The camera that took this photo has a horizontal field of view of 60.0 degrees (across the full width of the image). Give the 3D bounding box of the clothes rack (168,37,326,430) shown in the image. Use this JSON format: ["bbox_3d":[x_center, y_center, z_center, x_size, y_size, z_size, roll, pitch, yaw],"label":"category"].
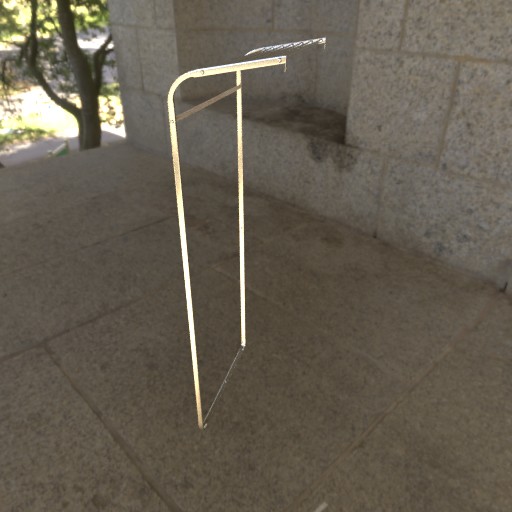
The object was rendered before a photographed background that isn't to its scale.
[{"bbox_3d":[0.000,0.000,1.808,0.349,1.574,0.609,9,32,15],"label":"clothes rack"}]
